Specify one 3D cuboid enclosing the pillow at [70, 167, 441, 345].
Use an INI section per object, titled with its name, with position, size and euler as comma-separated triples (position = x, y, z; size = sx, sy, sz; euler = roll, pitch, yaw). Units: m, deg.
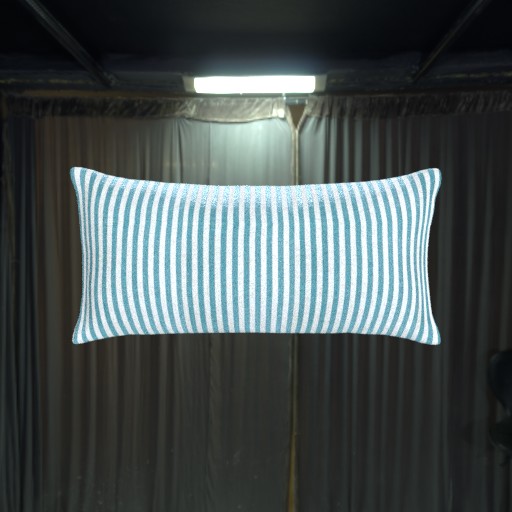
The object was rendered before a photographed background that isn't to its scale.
[pillow]
position = 0.000, 0.000, 0.740
size = 0.617, 0.295, 0.151
euler = 0, 0, 0
